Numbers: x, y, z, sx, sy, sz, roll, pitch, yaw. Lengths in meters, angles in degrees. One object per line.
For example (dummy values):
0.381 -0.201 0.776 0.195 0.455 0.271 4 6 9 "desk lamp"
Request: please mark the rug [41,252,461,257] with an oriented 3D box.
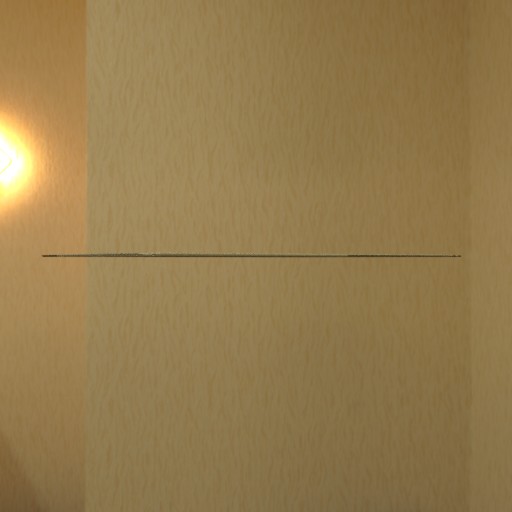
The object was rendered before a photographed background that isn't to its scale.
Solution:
0.000 0.000 2.962 2.312 0.013 1.600 0 0 -37 "rug"
